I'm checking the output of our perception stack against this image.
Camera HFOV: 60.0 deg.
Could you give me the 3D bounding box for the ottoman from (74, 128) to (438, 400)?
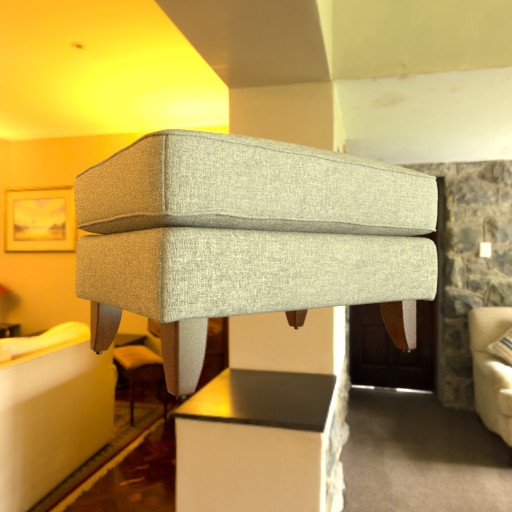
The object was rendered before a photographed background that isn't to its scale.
[{"bbox_3d":[0.000,0.000,1.282,0.889,0.561,0.661,0,0,-36],"label":"ottoman"}]
